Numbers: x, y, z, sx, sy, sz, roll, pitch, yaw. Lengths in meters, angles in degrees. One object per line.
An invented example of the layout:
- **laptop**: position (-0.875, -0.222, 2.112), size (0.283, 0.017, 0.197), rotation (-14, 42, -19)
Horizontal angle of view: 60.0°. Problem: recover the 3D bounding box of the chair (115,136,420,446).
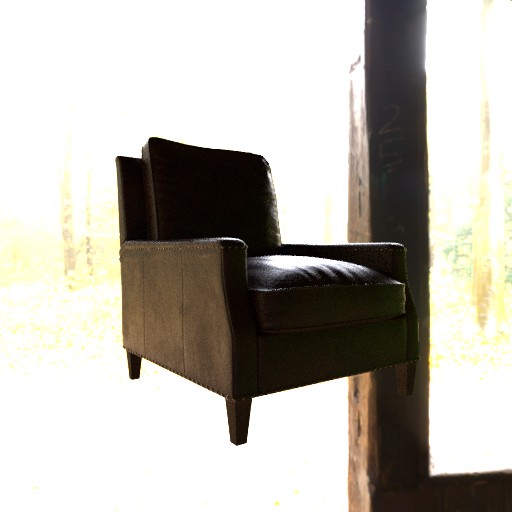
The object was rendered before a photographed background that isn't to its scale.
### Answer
- **chair**: position (0.000, 0.000, 1.833), size (0.854, 1.054, 1.035), rotation (0, 0, -36)
